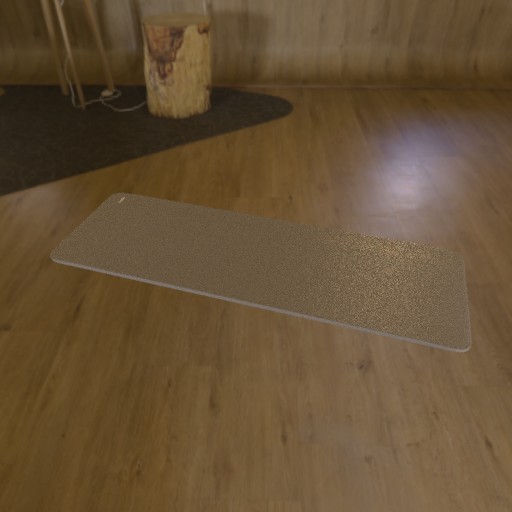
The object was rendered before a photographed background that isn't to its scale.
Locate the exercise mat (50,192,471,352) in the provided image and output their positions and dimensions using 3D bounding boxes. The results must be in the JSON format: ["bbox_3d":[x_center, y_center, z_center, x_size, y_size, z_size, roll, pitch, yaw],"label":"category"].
[{"bbox_3d":[0.000,0.000,2.096,1.884,0.021,0.616,11,41,13],"label":"exercise mat"}]
